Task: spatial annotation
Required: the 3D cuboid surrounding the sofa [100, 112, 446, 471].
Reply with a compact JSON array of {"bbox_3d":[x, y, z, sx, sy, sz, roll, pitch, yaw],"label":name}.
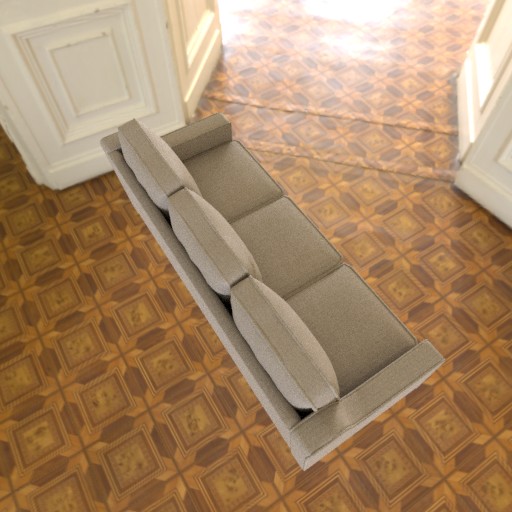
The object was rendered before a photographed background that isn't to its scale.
[{"bbox_3d":[0.000,0.000,2.594,0.899,0.950,2.129,-29,62,-17],"label":"sofa"}]
